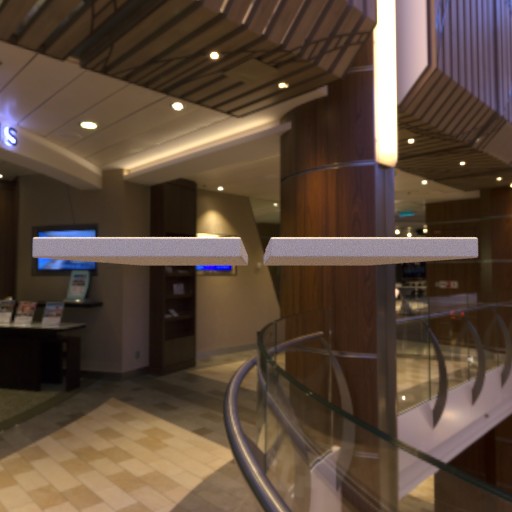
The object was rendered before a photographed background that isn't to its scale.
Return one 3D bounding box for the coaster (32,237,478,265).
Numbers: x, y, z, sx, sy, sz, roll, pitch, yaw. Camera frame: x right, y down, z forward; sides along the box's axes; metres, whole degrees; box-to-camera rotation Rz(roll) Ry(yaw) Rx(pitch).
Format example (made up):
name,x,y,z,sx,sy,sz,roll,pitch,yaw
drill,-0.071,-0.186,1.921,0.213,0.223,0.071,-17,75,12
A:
name,x,y,z,sx,sy,sz,roll,pitch,yaw
coaster,0.000,0.000,0.324,0.219,0.010,0.214,0,-2,0
